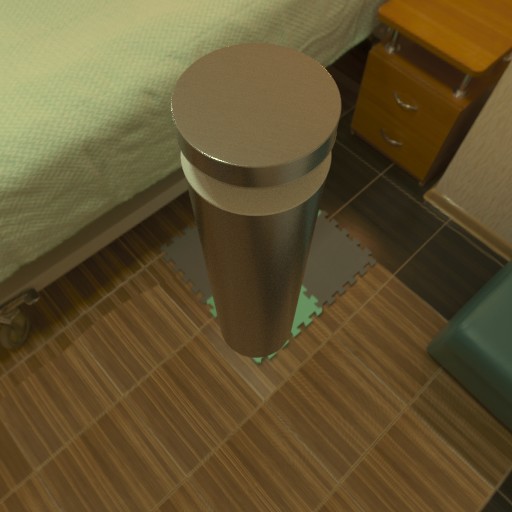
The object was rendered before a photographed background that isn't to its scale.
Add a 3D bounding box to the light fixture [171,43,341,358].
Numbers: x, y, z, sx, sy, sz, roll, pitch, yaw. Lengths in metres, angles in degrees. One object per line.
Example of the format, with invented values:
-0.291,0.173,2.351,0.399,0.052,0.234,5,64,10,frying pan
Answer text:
0.000,0.000,0.437,0.102,0.400,0.102,16,64,8,light fixture
